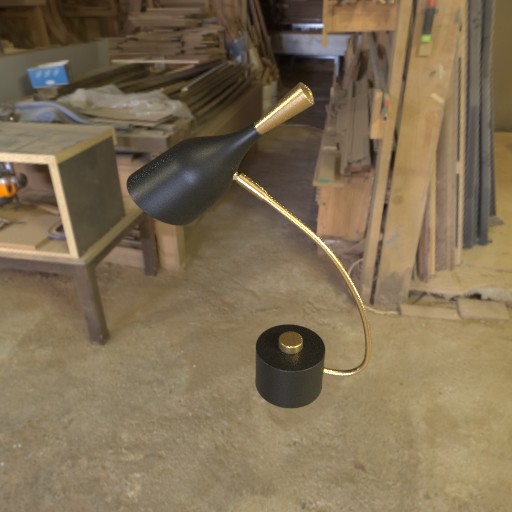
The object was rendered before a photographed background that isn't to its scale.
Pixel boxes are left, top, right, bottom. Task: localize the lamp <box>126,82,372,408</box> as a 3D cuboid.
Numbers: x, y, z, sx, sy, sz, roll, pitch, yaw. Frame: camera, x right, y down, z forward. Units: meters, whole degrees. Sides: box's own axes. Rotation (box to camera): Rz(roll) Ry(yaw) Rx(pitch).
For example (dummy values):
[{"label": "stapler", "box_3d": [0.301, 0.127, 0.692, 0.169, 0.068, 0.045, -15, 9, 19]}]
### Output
[{"label": "lamp", "box_3d": [0.000, 0.000, 0.623, 0.352, 0.464, 0.110, 7, 31, 13]}]
